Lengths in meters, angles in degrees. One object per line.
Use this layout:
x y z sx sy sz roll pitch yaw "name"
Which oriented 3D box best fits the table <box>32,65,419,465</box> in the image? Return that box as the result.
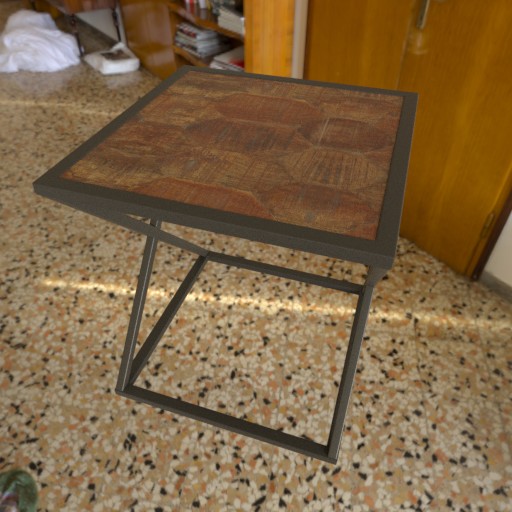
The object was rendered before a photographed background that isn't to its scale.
0.000 0.000 0.930 0.500 0.565 0.500 12 44 13 "table"
